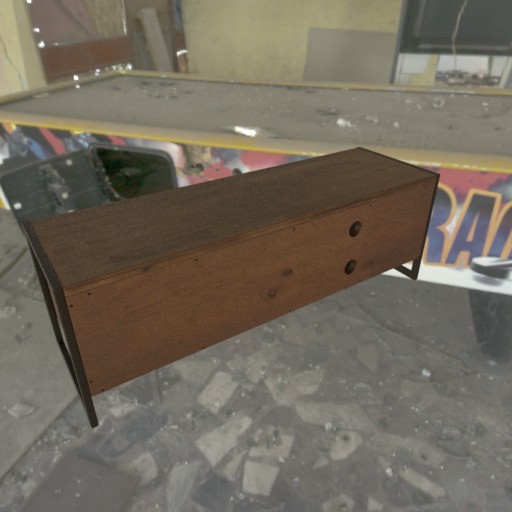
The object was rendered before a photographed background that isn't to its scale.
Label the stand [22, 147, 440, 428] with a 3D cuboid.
[{"bbox_3d":[0.000,0.000,1.718,1.480,0.506,0.454,-18,35,-28],"label":"stand"}]
